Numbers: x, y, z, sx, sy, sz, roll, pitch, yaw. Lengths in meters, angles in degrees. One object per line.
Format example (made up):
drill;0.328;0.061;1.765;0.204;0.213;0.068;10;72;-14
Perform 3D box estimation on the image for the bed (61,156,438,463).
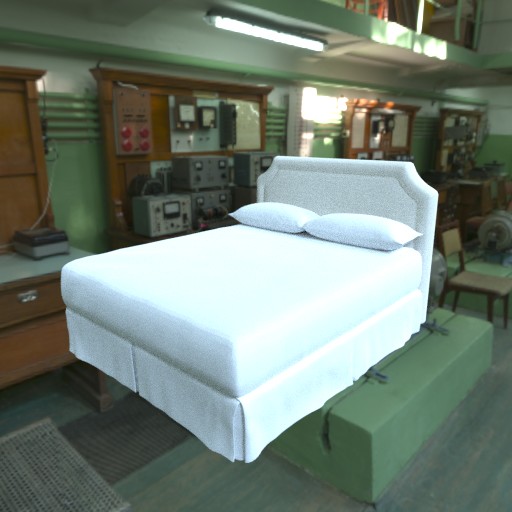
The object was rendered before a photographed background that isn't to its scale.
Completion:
bed;0.000;0.000;3.786;2.134;1.524;2.548;14;21;40
